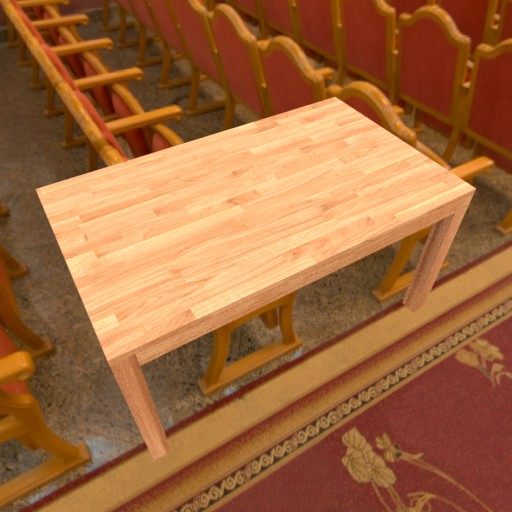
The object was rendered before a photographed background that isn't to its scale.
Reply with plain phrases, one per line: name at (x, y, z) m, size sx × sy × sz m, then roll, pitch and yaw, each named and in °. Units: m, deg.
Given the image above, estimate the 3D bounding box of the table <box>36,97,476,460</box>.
table at (0.000, 0.000, 2.037) m, size 1.500 × 0.770 × 0.900 m, roll -23°, pitch 51°, yaw -21°
